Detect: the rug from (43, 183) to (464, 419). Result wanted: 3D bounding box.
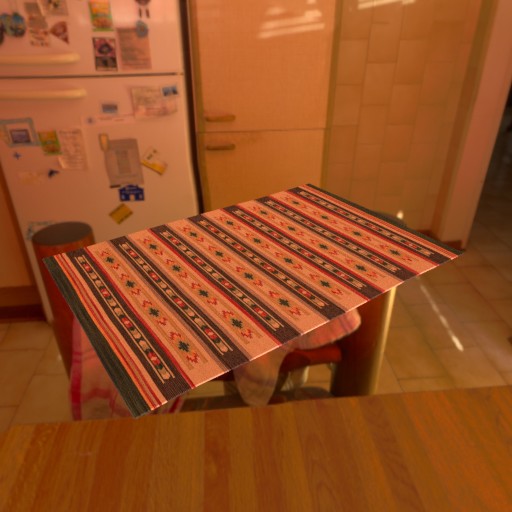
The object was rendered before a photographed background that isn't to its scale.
[{"bbox_3d":[0.000,0.000,2.298,1.825,0.009,1.221,-20,36,-30],"label":"rug"}]
